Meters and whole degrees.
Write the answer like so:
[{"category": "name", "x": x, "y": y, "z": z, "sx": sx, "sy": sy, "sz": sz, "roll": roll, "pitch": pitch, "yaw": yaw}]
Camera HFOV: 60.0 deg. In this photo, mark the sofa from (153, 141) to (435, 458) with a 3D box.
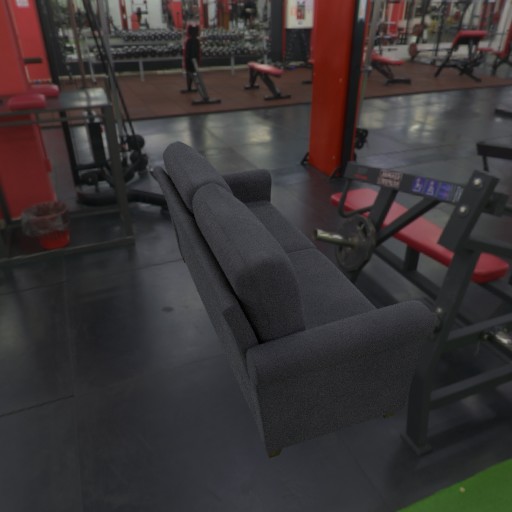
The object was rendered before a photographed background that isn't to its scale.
[{"category": "sofa", "x": 0.000, "y": 0.000, "z": 2.495, "sx": 0.842, "sy": 0.942, "sz": 1.935, "roll": -10, "pitch": 32, "yaw": -17}]
